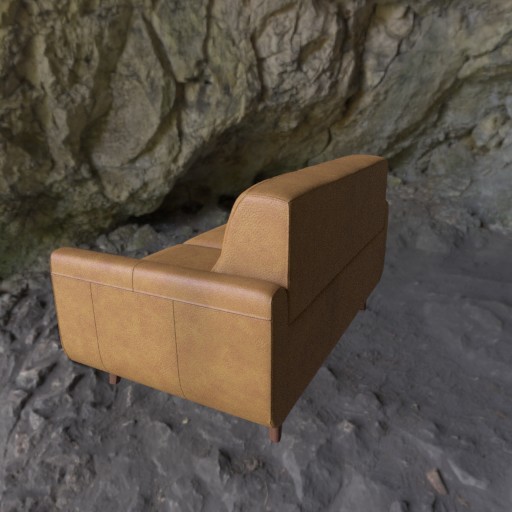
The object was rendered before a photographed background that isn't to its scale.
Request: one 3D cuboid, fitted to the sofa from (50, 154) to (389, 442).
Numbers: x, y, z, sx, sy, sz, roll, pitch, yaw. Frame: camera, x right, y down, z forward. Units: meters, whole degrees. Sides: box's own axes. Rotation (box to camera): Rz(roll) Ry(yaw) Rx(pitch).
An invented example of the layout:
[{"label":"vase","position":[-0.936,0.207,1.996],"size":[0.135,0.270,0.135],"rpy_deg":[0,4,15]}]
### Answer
[{"label":"sofa","position":[0.000,0.000,2.192],"size":[0.952,0.925,1.651],"rpy_deg":[9,20,26]}]
